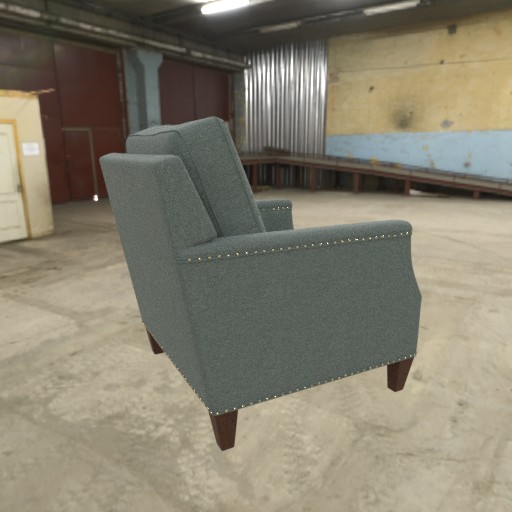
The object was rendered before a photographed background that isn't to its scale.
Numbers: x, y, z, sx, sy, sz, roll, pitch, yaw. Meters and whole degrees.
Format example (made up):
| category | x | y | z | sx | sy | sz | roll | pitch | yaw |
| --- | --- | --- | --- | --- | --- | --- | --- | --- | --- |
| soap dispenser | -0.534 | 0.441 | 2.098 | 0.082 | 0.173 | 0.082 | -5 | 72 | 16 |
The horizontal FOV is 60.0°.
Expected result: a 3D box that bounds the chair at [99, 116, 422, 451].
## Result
| category | x | y | z | sx | sy | sz | roll | pitch | yaw |
| --- | --- | --- | --- | --- | --- | --- | --- | --- | --- |
| chair | 0.000 | 0.000 | 1.803 | 1.031 | 1.031 | 0.885 | -7 | 15 | -27 |
